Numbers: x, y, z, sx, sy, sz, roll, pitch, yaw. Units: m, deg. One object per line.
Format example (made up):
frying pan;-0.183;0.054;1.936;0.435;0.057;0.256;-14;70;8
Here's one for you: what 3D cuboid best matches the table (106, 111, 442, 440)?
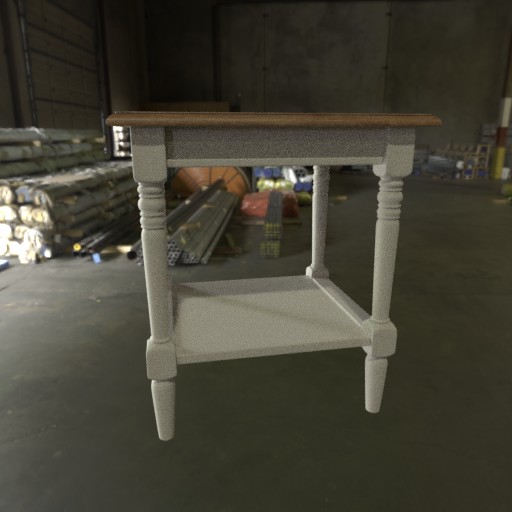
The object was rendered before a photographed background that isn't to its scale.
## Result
table;0.000;0.000;0.939;0.508;0.561;0.457;-3;16;-11
